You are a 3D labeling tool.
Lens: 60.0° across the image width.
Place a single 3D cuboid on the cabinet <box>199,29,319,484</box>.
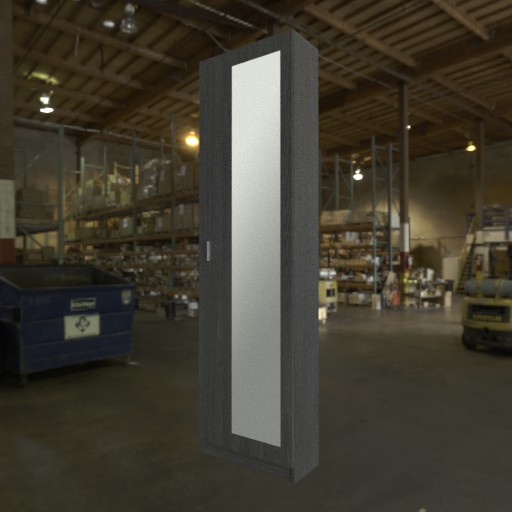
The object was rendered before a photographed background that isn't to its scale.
[{"bbox_3d":[0.000,0.000,1.965,0.500,1.790,0.230,-1,-1,36],"label":"cabinet"}]
